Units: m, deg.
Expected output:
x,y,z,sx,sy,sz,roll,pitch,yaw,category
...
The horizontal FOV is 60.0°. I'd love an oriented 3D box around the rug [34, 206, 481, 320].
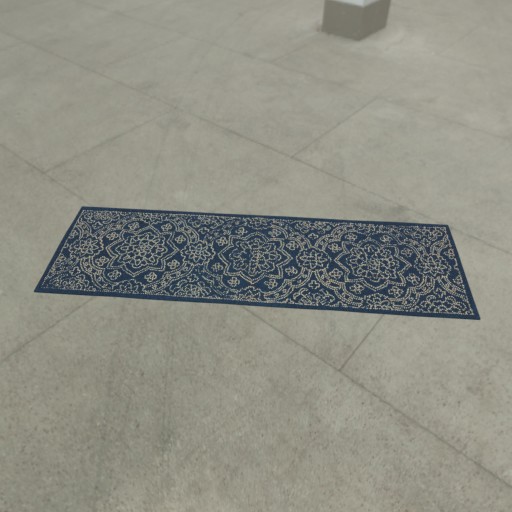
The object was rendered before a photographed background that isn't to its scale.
x,y,z,sx,sy,sz,roll,pitch,yaw,category
0.000,0.000,2.679,2.448,0.012,0.769,3,45,3,rug
